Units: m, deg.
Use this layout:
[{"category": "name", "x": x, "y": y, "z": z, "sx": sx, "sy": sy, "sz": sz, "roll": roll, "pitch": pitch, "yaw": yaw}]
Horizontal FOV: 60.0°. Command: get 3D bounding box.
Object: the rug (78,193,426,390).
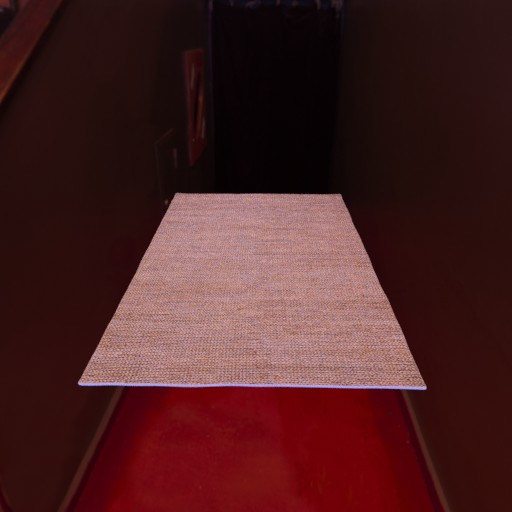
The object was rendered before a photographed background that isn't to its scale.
[{"category": "rug", "x": 0.000, "y": 0.000, "z": 3.003, "sx": 1.521, "sy": 0.034, "sz": 2.438, "roll": 0, "pitch": 28, "yaw": 1}]
